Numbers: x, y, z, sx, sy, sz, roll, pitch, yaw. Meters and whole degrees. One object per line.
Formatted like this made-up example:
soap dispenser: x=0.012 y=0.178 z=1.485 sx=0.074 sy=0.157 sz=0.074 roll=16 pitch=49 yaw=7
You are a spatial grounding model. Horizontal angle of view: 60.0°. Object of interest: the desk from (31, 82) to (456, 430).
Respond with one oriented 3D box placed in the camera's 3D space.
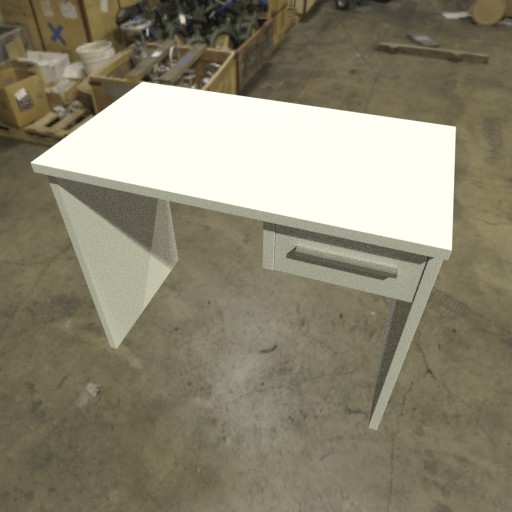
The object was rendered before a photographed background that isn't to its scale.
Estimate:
desk: x=0.000 y=0.000 z=1.306 sx=0.900 sy=0.729 sz=0.498 roll=13 pitch=44 yaw=14
